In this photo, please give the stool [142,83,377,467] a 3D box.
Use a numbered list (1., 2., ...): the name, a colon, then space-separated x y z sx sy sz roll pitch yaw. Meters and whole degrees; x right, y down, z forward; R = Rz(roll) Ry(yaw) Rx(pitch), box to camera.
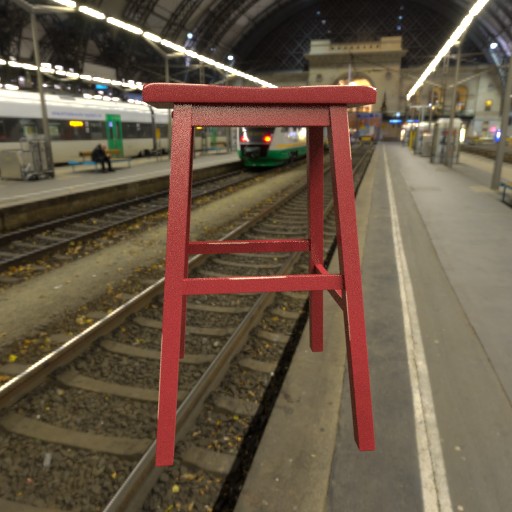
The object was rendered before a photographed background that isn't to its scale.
1. stool: 0.000 0.000 1.043 0.457 0.737 0.476 -2 16 -6
